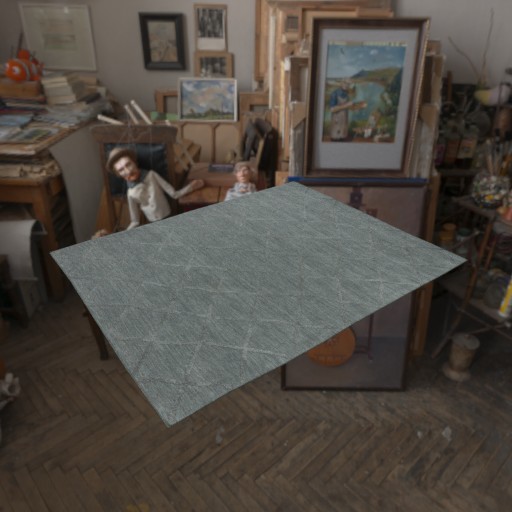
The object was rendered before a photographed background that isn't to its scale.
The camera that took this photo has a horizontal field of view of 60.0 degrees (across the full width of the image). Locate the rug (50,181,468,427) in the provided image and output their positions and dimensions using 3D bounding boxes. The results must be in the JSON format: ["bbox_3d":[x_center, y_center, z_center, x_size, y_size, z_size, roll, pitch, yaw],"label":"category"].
[{"bbox_3d":[0.000,0.000,4.096,3.048,0.013,2.438,-21,37,-31],"label":"rug"}]
